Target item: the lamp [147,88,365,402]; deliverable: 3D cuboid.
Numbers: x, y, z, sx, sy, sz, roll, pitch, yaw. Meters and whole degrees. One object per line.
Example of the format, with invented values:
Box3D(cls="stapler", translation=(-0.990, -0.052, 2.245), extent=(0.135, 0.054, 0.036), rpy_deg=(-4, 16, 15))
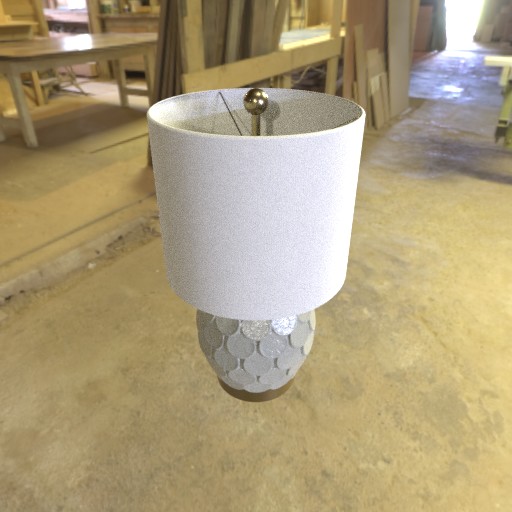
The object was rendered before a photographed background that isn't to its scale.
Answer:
Box3D(cls="lamp", translation=(0.000, 0.000, 0.629), extent=(0.254, 0.452, 0.254), rpy_deg=(0, 31, 0))
